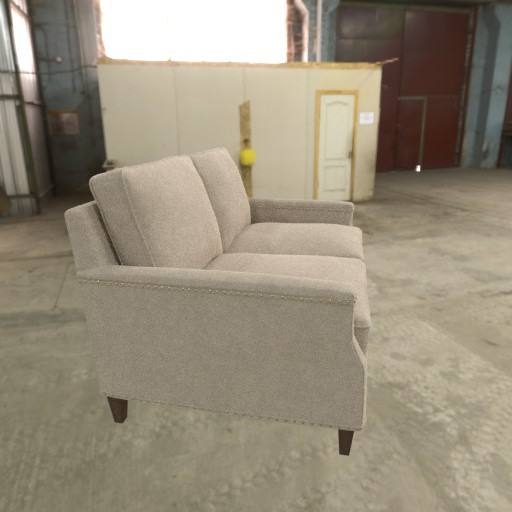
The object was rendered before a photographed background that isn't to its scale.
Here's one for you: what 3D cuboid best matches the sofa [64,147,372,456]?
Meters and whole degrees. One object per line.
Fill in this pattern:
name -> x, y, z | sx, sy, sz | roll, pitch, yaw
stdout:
sofa -> 0.000, 0.000, 2.232 | 1.084, 1.002, 1.597 | 3, 18, 11
